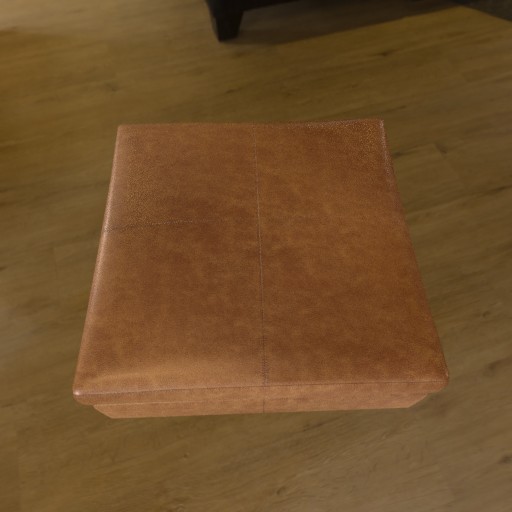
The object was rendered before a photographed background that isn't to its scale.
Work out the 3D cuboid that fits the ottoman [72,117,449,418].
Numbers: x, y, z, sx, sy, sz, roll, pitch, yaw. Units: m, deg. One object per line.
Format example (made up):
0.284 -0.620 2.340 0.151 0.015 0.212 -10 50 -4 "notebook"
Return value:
0.000 0.000 1.786 1.168 0.483 1.169 -2 59 -1 "ottoman"
